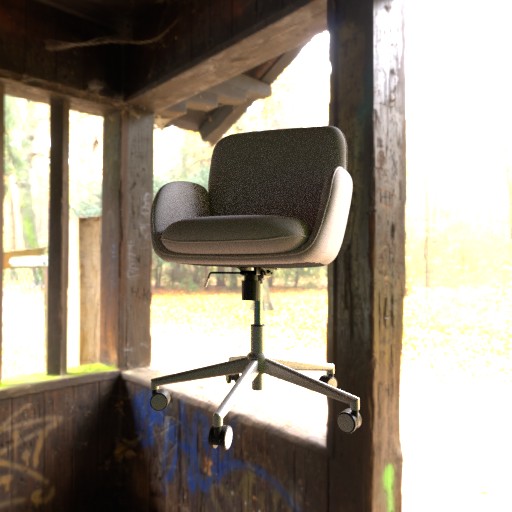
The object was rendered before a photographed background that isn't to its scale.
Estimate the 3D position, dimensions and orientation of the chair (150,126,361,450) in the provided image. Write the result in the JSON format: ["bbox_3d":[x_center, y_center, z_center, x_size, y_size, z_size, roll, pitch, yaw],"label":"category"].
[{"bbox_3d":[0.000,0.000,1.377,0.648,0.959,0.633,0,-1,18],"label":"chair"}]
